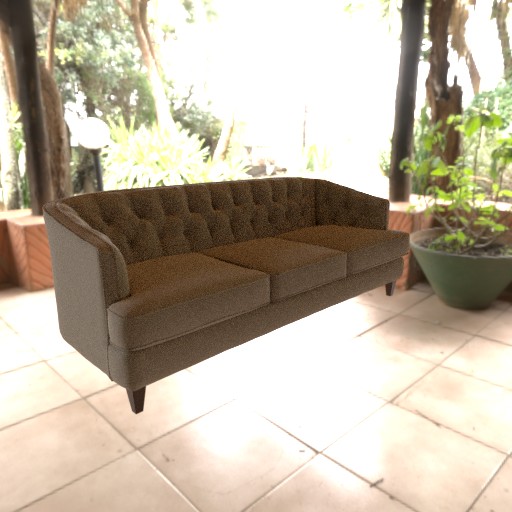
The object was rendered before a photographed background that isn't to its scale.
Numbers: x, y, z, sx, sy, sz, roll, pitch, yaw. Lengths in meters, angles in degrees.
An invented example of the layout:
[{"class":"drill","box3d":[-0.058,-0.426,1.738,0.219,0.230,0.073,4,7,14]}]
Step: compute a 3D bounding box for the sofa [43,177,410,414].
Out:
[{"class":"sofa","box3d":[0.000,0.000,2.735,2.278,0.855,0.941,-14,20,-43]}]
